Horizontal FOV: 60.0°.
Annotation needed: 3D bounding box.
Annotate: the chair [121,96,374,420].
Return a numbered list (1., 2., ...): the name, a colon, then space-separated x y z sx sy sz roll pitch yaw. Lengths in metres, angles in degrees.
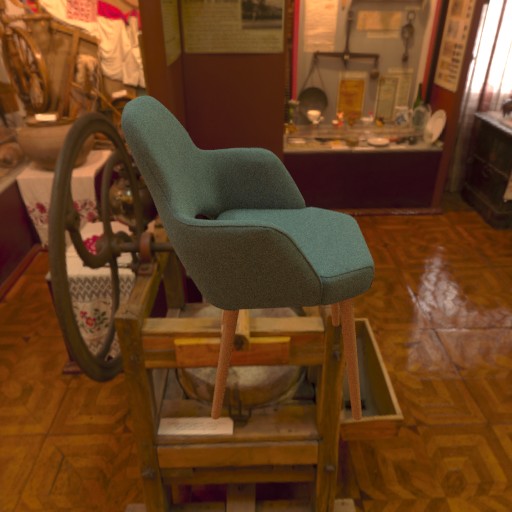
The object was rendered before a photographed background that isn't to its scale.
1. chair: 0.000 0.000 1.355 0.666 0.920 0.589 0 31 0
